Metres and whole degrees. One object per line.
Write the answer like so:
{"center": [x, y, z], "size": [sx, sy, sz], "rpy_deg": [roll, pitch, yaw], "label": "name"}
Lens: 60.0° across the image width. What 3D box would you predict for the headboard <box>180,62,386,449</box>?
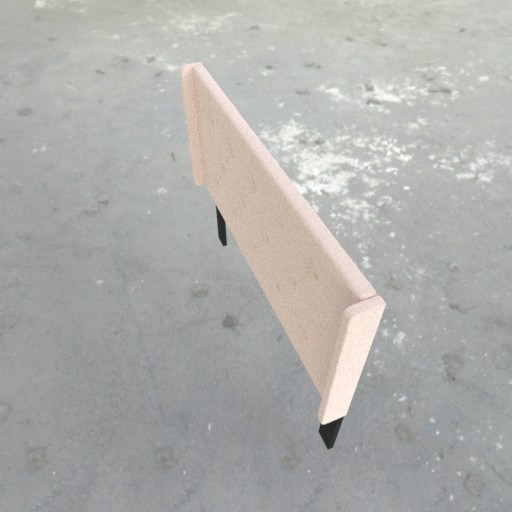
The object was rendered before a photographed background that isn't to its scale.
{"center": [0.000, 0.000, 2.700], "size": [0.184, 1.524, 2.051], "rpy_deg": [-17, 50, -15], "label": "headboard"}
